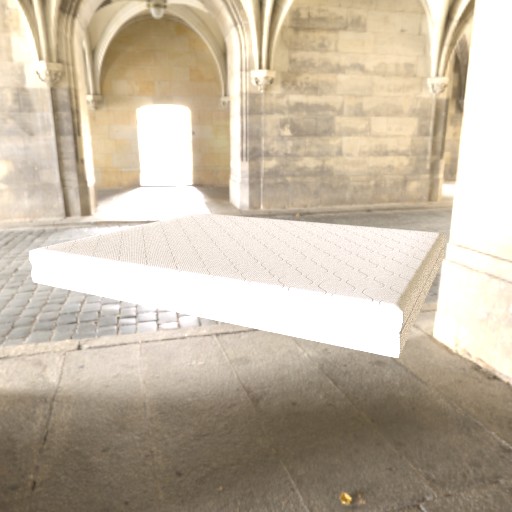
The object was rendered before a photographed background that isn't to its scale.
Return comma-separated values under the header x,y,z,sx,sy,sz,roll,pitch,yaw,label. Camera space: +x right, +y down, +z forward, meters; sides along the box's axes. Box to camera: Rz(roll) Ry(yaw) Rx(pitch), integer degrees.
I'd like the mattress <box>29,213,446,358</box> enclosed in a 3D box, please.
x,y,z,sx,sy,sz,roll,pitch,yaw,label
0.000,0.000,2.702,2.000,0.200,1.600,7,16,27,mattress
